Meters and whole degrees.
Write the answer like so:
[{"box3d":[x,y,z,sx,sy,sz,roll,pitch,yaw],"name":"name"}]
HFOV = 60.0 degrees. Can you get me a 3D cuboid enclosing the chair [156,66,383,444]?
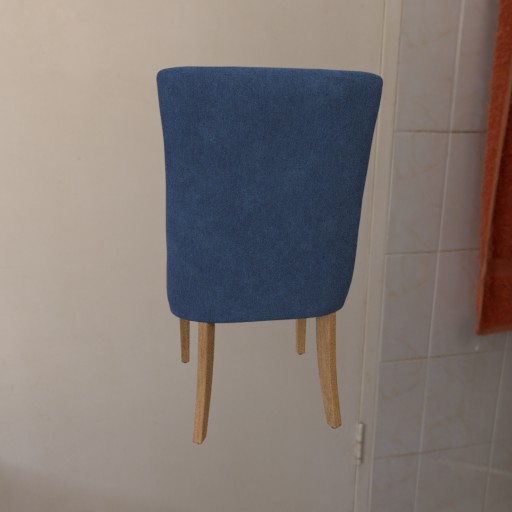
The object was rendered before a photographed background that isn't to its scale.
[{"box3d":[0.000,0.000,1.248,0.495,0.902,0.609,-2,14,-9],"name":"chair"}]
